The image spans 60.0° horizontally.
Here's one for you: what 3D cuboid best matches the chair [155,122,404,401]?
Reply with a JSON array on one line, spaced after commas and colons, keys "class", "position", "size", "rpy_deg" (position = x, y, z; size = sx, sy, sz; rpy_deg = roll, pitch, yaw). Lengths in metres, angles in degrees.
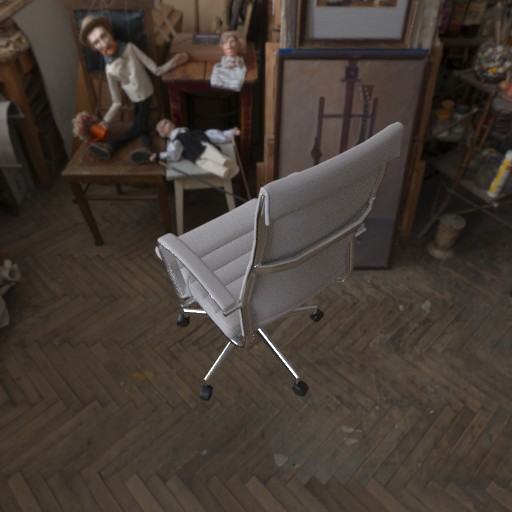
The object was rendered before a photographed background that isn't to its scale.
[{"class": "chair", "position": [0.000, 0.000, 1.566], "size": [0.679, 1.149, 0.667], "rpy_deg": [-29, 53, -25]}]
